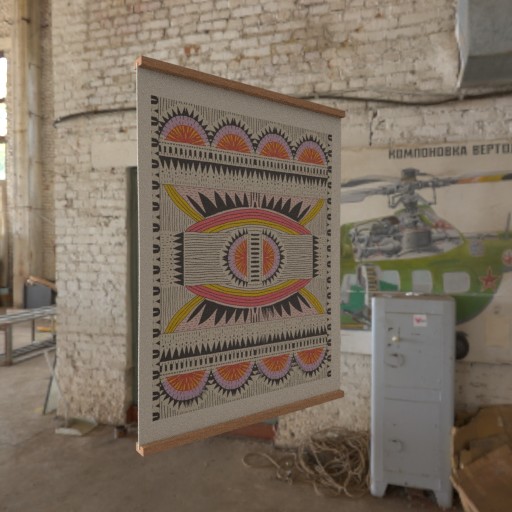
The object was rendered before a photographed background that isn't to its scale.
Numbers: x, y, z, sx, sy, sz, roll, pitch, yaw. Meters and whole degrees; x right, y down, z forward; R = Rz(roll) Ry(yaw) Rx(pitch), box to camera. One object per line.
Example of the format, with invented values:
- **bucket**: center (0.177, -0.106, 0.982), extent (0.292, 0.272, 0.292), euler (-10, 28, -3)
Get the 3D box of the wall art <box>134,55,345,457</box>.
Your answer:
- **wall art**: center (0.000, 0.000, 0.820), extent (0.456, 0.609, 0.028), euler (-1, 1, -37)
